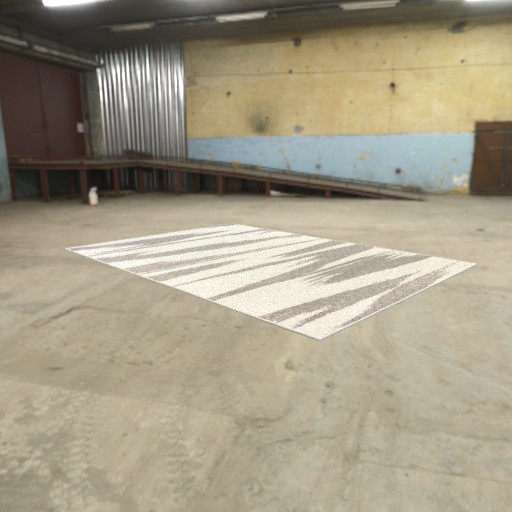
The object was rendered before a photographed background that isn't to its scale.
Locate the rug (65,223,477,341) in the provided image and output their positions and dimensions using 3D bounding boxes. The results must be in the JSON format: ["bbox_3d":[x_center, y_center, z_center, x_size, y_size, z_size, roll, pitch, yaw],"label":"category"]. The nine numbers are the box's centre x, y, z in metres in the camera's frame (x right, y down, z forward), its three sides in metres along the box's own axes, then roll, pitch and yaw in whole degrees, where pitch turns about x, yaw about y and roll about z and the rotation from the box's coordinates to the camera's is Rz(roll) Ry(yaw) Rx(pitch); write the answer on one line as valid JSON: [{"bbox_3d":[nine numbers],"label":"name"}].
[{"bbox_3d":[0.000,0.000,2.797,2.142,0.010,1.533,13,18,43],"label":"rug"}]
